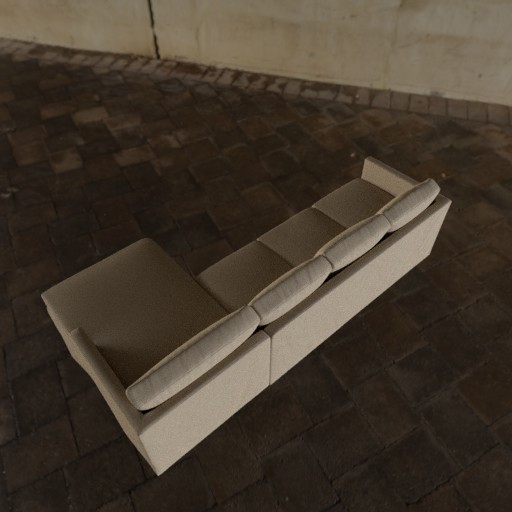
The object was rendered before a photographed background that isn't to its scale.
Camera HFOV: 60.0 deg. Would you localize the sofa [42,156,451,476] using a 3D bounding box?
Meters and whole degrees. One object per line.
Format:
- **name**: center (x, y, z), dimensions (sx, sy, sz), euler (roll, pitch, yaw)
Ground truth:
- **sofa**: center (0.000, 0.000, 3.789), dimensions (3.206, 0.871, 1.622), euler (-32, 55, -27)
